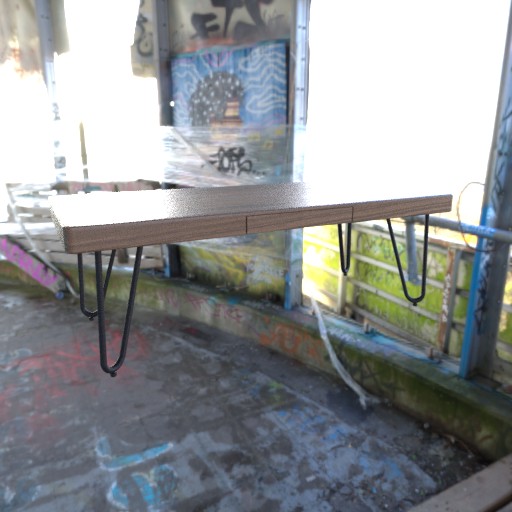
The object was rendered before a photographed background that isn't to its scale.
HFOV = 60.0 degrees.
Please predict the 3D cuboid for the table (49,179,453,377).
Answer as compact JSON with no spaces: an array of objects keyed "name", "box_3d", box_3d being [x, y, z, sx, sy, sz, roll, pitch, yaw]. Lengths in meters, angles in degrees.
[{"name":"table","box_3d":[0.000,0.000,1.704,1.375,0.468,0.637,-8,17,-26]}]
